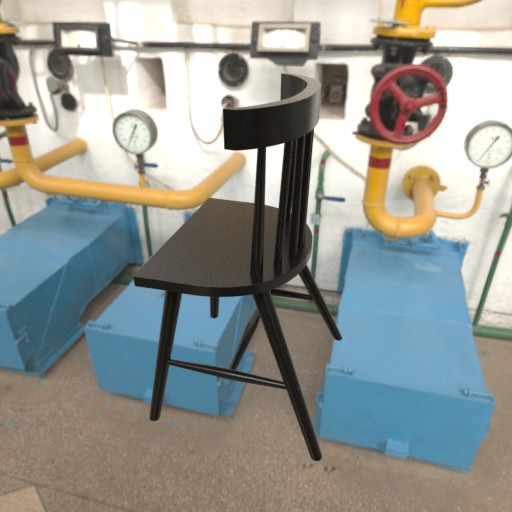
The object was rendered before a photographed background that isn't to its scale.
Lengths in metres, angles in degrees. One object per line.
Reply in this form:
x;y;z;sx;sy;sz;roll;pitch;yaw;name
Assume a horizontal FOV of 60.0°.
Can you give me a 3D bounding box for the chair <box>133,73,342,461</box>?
0.000;0.000;1.172;0.483;0.844;0.506;8;31;14;chair
